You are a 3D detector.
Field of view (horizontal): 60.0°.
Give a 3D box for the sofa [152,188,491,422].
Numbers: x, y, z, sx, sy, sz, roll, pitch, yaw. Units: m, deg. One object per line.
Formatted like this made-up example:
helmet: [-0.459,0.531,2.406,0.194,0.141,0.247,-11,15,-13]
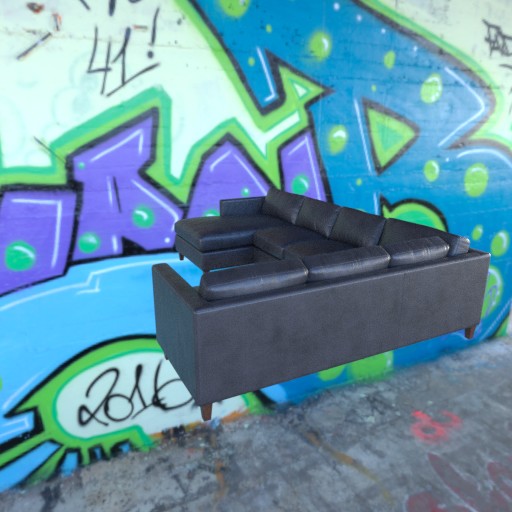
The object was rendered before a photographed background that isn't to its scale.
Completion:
sofa: [0.000,0.000,4.427,2.452,0.891,3.324,-8,19,-26]
